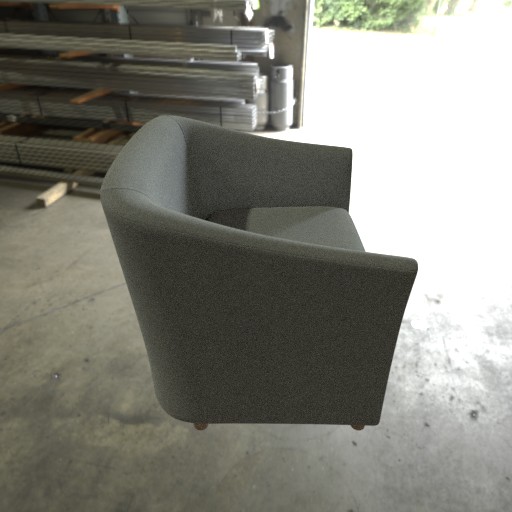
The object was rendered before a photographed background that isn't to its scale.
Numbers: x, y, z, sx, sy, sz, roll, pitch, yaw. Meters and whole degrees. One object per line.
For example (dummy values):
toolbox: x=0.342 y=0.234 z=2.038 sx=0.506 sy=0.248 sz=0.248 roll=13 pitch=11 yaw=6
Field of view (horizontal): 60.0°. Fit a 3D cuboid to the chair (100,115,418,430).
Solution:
chair: x=0.000 y=0.000 z=1.364 sx=0.700 sy=0.720 sz=0.790 roll=0 pitch=32 yaw=0
